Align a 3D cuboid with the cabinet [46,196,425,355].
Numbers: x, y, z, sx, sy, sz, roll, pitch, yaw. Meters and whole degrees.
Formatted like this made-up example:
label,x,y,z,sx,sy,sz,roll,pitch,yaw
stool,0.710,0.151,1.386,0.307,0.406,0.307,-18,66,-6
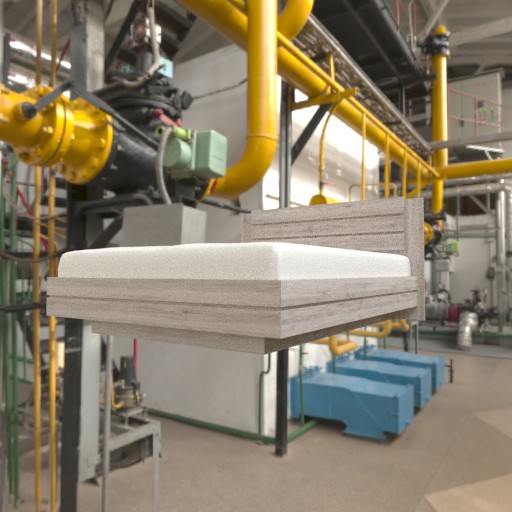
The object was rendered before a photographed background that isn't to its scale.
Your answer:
label,x,y,z,sx,sy,sz,roll,pitch,yaw
cabinet,0.000,0.000,3.087,1.750,0.970,2.080,-1,-2,34
